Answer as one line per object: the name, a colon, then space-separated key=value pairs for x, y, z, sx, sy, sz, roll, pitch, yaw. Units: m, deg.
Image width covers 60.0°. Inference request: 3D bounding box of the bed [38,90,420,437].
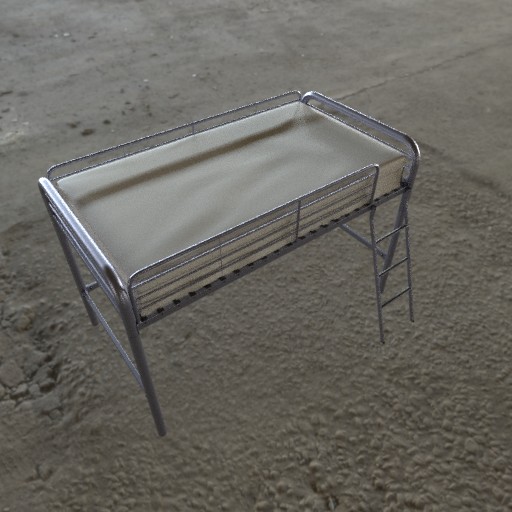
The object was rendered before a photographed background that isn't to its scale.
bed: x=0.000 y=0.000 z=2.833 sx=1.965 sy=1.288 sz=1.415 roll=-27 pitch=49 yaw=-26
